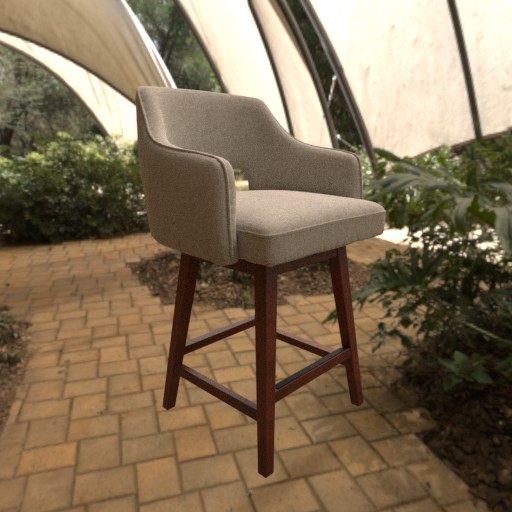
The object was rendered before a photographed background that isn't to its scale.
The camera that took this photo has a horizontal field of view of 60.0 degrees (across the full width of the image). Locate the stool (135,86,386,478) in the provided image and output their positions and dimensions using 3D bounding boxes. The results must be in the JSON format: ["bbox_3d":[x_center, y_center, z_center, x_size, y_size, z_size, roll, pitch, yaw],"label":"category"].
[{"bbox_3d":[0.000,0.000,1.284,0.558,0.944,0.599,13,19,42],"label":"stool"}]
